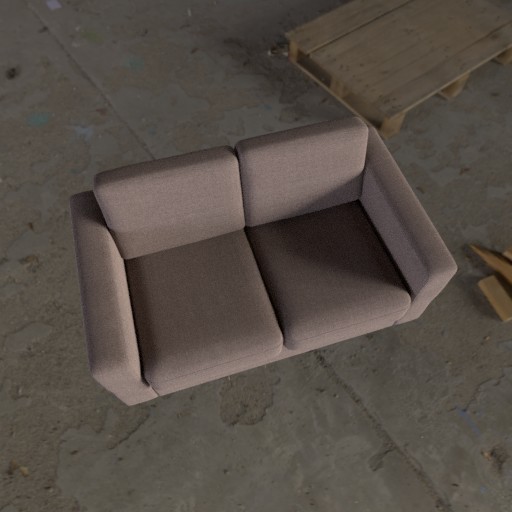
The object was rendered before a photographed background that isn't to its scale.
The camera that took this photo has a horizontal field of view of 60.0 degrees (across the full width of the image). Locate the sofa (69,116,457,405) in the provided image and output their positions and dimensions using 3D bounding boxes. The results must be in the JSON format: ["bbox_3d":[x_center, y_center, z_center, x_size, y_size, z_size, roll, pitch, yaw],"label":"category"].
[{"bbox_3d":[0.000,0.000,2.049,1.520,0.800,0.900,-15,61,-8],"label":"sofa"}]
